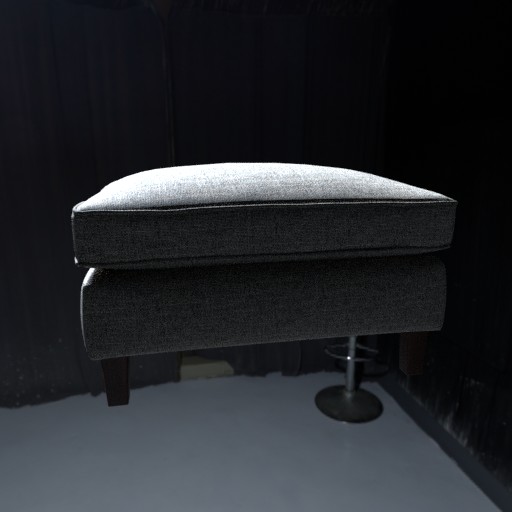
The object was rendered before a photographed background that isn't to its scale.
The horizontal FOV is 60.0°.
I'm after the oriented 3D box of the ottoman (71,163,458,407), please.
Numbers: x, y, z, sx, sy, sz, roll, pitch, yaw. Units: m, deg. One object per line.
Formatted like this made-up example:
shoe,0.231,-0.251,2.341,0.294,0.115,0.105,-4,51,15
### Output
ottoman,0.000,0.000,0.992,0.686,0.406,0.508,-3,15,-11
